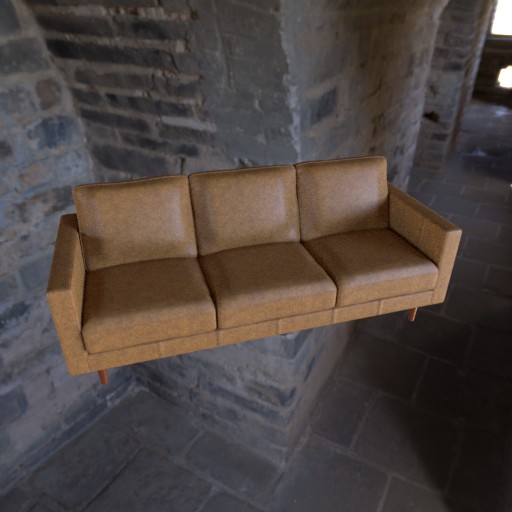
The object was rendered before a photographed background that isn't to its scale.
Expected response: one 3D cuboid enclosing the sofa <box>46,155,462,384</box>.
[{"bbox_3d":[0.000,0.000,2.723,2.231,0.930,0.903,-9,31,-14],"label":"sofa"}]
